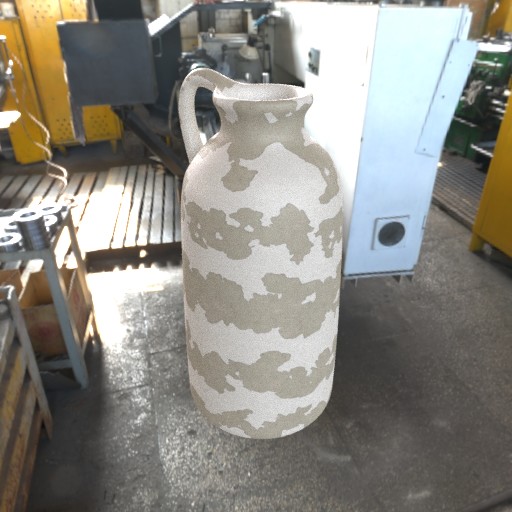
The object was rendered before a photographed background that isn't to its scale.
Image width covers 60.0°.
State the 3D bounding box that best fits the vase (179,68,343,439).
[{"bbox_3d":[0.000,0.000,0.497,0.203,0.382,0.186,21,36,32],"label":"vase"}]
